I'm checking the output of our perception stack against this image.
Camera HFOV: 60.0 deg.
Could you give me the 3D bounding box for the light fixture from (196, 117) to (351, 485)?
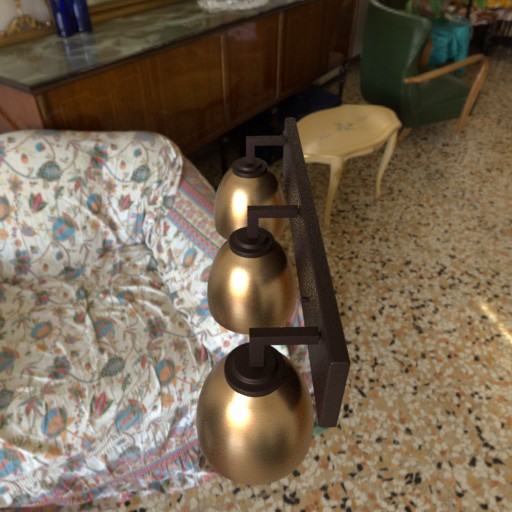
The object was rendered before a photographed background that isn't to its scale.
[{"bbox_3d":[0.000,0.000,0.666,0.157,0.204,0.582,-1,40,-1],"label":"light fixture"}]
